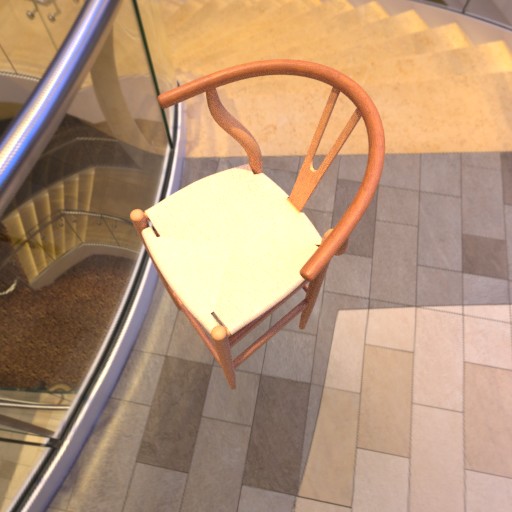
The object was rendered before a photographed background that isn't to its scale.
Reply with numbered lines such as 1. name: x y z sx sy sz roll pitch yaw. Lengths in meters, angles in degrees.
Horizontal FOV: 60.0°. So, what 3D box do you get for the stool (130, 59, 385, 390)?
1. stool: 0.000 0.000 1.377 0.561 1.068 0.574 -33 68 -15
